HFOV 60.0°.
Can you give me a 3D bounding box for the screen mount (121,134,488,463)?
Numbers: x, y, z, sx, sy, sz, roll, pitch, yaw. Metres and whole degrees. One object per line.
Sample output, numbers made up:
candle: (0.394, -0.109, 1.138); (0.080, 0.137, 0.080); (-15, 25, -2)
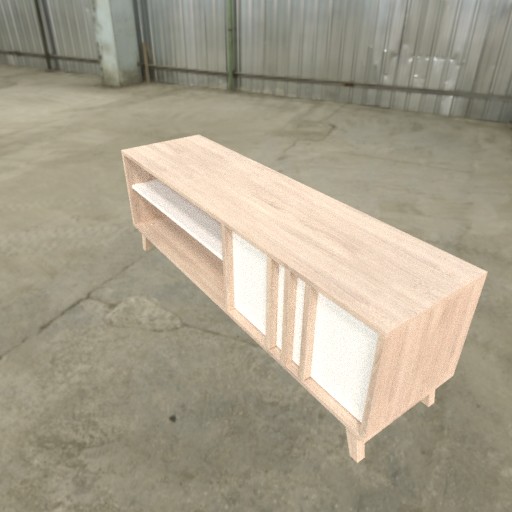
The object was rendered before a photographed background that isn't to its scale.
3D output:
screen mount: (0.000, 0.000, 1.703); (0.400, 0.510, 1.500); (-21, 38, -30)
